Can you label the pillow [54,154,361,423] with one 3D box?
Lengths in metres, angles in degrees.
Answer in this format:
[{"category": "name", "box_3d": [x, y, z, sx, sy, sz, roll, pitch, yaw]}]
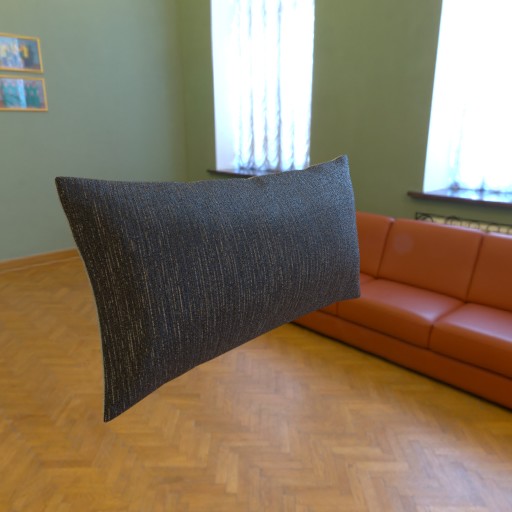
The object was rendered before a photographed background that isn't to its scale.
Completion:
[{"category": "pillow", "box_3d": [0.000, 0.000, 0.743, 0.156, 0.305, 0.608, 15, 22, 42]}]
